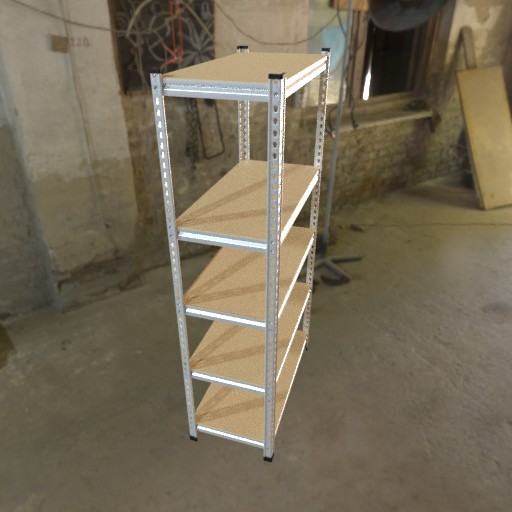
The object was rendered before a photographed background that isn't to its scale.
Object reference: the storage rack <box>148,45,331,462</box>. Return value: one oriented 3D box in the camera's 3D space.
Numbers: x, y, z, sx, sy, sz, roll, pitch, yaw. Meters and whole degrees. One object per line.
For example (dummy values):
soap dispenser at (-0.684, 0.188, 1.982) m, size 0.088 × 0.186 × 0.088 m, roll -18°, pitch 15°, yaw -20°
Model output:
storage rack at (0.000, 0.000, 2.218) m, size 0.457 × 1.829 × 0.914 m, roll 9°, pitch 31°, yaw 15°
